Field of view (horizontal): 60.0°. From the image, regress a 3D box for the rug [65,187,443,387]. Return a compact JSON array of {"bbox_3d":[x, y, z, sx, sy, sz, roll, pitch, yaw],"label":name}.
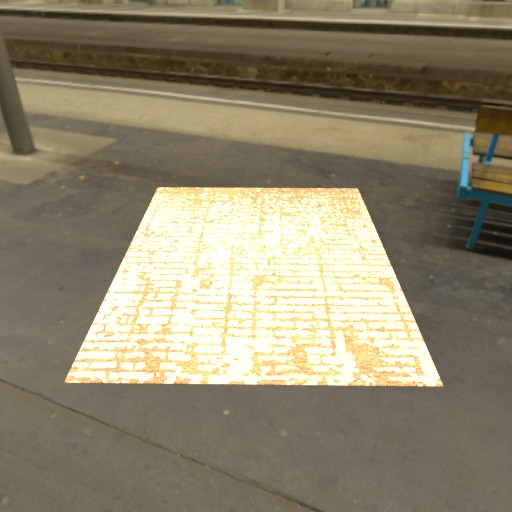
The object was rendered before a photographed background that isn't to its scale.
[{"bbox_3d":[0.000,0.000,4.130,2.441,0.011,3.050,0,33,1],"label":"rug"}]
